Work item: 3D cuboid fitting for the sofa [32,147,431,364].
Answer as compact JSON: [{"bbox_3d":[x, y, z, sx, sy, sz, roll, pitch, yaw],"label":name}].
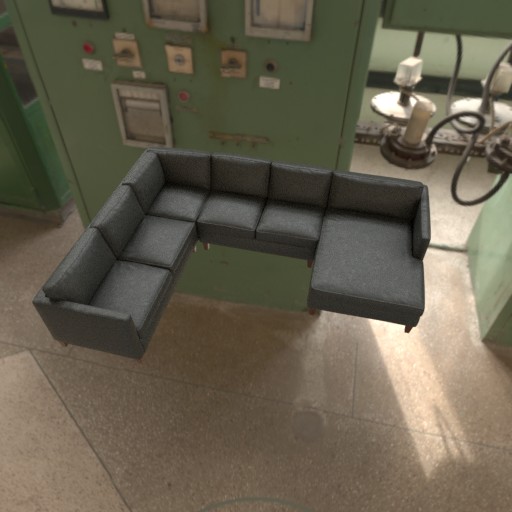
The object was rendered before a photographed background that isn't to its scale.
[{"bbox_3d":[0.000,0.000,4.636,3.460,0.923,2.593,10,46,9],"label":"sofa"}]
